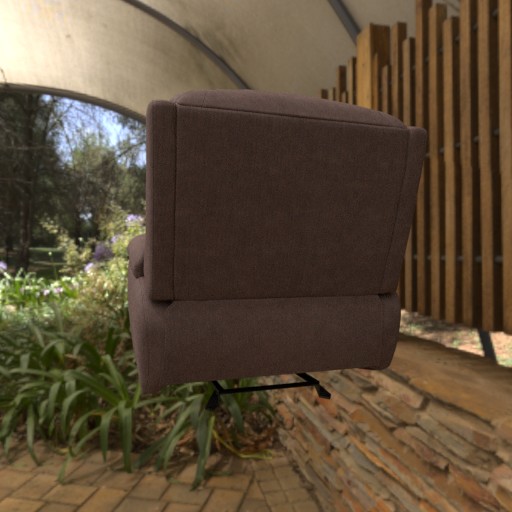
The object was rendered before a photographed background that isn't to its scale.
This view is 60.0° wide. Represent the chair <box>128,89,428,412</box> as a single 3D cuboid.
[{"bbox_3d":[0.000,0.000,1.689,0.930,1.011,0.899,0,0,-18],"label":"chair"}]
